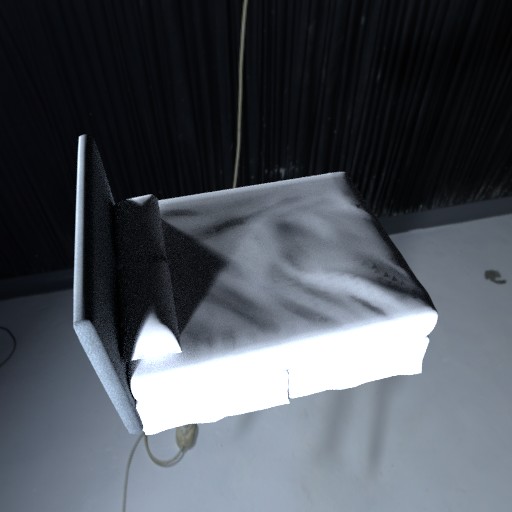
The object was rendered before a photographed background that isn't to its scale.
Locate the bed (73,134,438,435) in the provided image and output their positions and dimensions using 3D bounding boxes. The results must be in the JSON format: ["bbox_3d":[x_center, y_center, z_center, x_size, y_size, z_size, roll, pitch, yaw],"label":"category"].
[{"bbox_3d":[0.000,0.000,3.164,2.142,1.330,1.713,-11,48,-10],"label":"bed"}]
